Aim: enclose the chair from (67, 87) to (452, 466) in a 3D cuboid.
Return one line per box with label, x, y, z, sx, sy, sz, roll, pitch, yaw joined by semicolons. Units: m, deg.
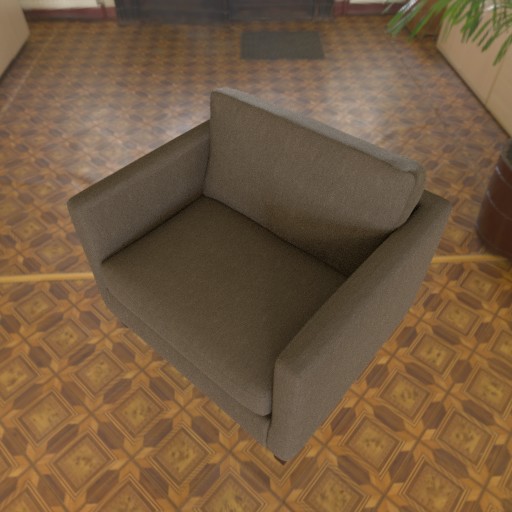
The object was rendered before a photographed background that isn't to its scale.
chair;0.000;0.000;1.784;1.107;0.963;0.959;32;55;26
